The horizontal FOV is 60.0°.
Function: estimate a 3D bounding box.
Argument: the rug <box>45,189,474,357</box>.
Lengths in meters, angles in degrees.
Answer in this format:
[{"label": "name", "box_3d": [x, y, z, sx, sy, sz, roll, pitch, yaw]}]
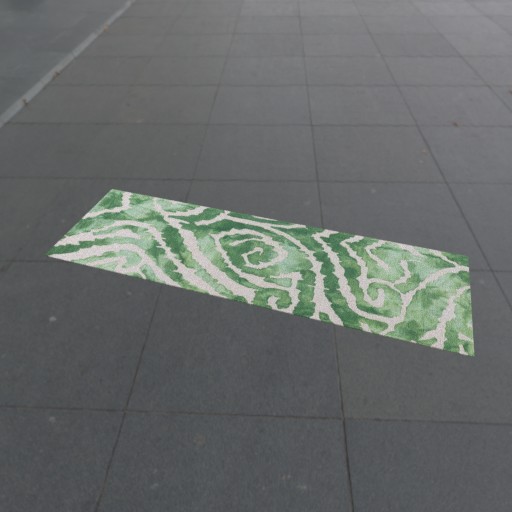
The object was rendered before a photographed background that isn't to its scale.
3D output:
[{"label": "rug", "box_3d": [0.000, 0.000, 2.674, 2.438, 0.006, 0.761, 12, 43, 13]}]
